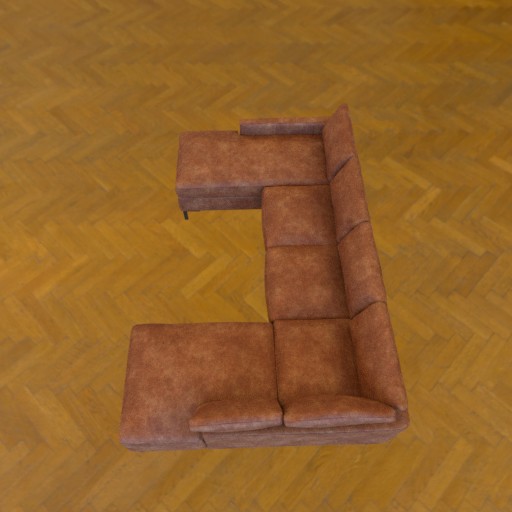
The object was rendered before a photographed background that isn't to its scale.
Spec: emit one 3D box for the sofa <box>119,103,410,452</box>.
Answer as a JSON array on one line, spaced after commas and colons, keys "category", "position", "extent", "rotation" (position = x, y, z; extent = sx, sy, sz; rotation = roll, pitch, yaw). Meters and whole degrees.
[{"category": "sofa", "position": [0.000, 0.000, 3.767], "extent": [1.939, 0.900, 2.956], "rotation": [-1, 59, -1]}]
